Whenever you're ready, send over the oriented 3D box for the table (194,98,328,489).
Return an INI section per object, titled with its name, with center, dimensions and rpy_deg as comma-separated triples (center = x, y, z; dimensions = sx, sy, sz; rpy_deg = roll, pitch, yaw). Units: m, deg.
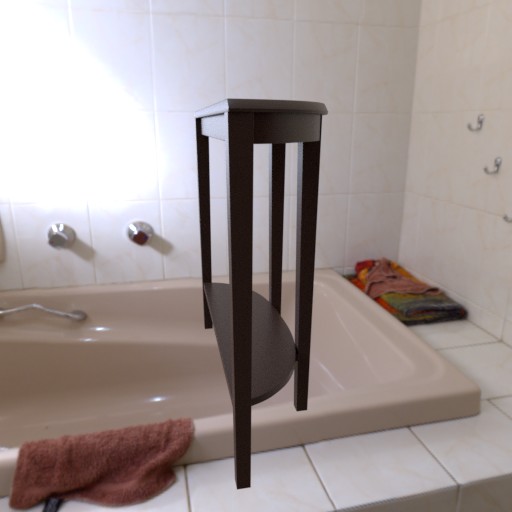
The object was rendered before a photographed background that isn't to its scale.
[table]
center = 0.000, 0.000, 1.310
dimensions = 0.274, 0.831, 0.909
rpy_deg = -3, 17, -11
